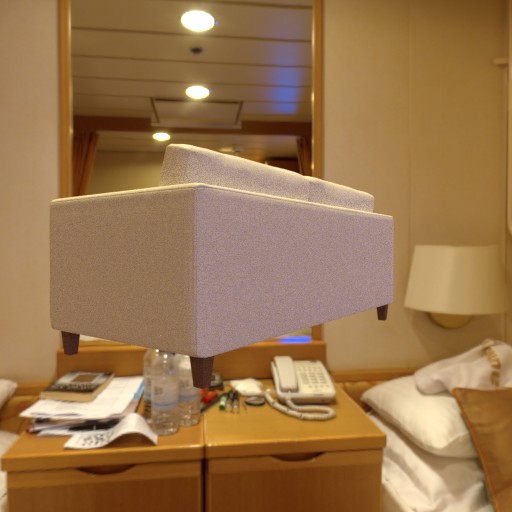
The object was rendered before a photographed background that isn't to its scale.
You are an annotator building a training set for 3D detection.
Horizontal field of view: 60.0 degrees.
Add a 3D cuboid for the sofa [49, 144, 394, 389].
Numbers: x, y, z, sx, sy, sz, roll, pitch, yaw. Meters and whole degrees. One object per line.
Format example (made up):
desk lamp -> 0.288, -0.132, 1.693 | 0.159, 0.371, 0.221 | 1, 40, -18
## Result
sofa -> 0.000, 0.000, 2.534 | 0.965, 0.889, 1.981 | 1, 1, 36
